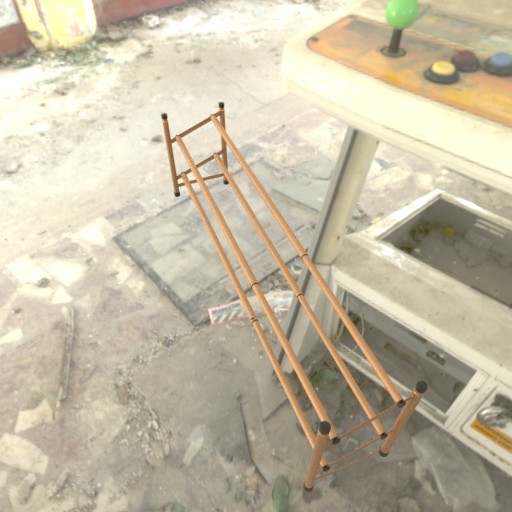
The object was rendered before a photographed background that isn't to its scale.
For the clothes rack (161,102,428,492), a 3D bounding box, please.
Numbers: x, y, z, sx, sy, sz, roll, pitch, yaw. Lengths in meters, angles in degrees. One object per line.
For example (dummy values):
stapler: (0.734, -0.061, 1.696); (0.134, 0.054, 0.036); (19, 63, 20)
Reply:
clothes rack: (0.000, 0.000, 1.289); (0.229, 0.349, 1.168); (-17, 49, -15)
